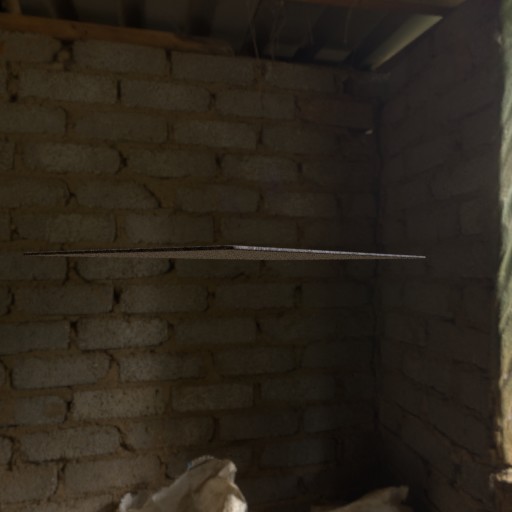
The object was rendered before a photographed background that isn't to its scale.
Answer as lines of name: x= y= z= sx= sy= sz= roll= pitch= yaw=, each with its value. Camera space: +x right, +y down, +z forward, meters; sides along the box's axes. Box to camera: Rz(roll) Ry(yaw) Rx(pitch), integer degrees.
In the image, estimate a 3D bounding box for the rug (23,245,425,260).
rug: x=0.000 y=0.000 z=2.214 sx=1.158 sy=0.013 sz=1.752 roll=-1 pitch=-2 yaw=37
